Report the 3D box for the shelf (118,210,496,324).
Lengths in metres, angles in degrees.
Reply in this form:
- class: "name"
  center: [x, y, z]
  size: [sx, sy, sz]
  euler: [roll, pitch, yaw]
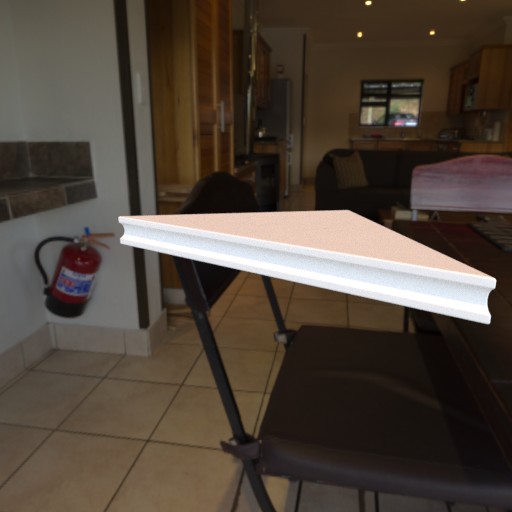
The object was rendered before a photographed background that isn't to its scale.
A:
- class: "shelf"
  center: [0.000, 0.000, 0.431]
  size: [0.296, 0.035, 0.296]
  euler: [-2, 15, -9]
